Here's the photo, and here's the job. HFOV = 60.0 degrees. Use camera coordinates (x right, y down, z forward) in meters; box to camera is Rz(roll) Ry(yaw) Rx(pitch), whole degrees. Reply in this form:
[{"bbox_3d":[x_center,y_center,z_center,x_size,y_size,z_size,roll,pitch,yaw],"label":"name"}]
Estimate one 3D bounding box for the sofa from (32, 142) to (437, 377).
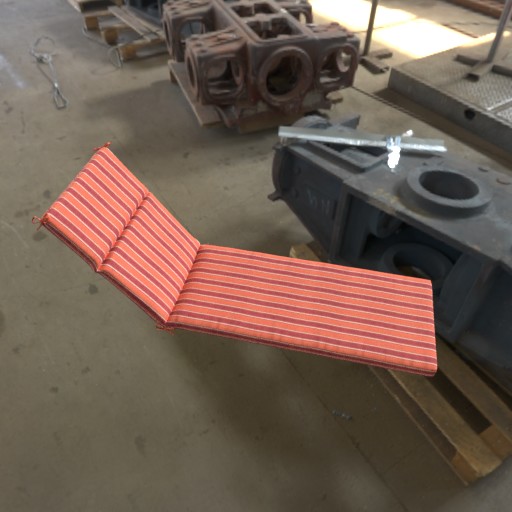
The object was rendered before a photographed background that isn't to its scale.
[{"bbox_3d":[0.000,0.000,1.958,1.663,0.622,0.582,9,47,9],"label":"sofa"}]
